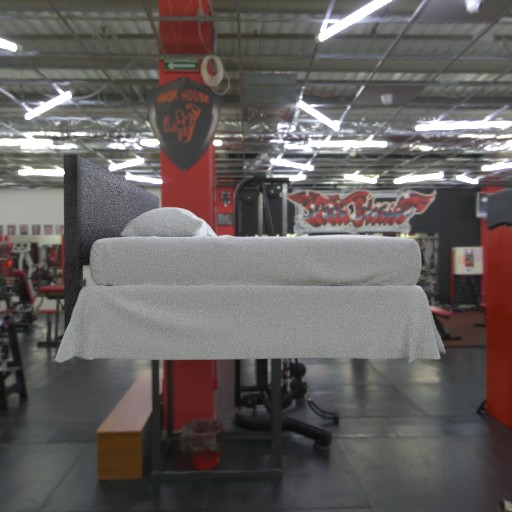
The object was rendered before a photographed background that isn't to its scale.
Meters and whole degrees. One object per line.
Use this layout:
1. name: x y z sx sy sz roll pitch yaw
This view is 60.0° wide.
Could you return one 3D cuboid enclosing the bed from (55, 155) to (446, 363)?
1. bed: 0.000 0.000 3.478 2.165 1.158 2.255 0 1 1
